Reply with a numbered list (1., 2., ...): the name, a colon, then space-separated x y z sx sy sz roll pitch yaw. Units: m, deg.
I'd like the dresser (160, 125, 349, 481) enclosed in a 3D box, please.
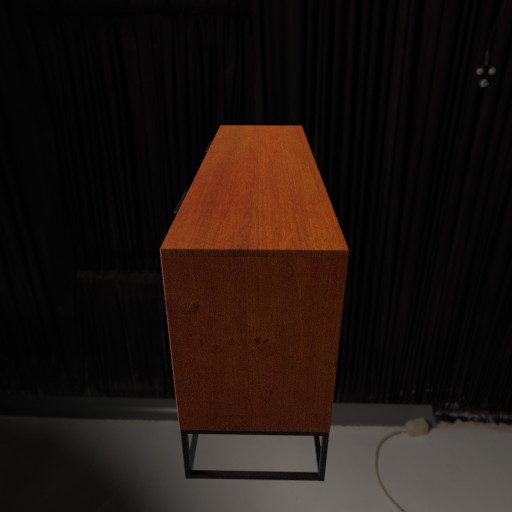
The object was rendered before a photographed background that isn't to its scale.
1. dresser: 0.000 0.000 1.900 0.464 0.810 1.536 1 27 1
